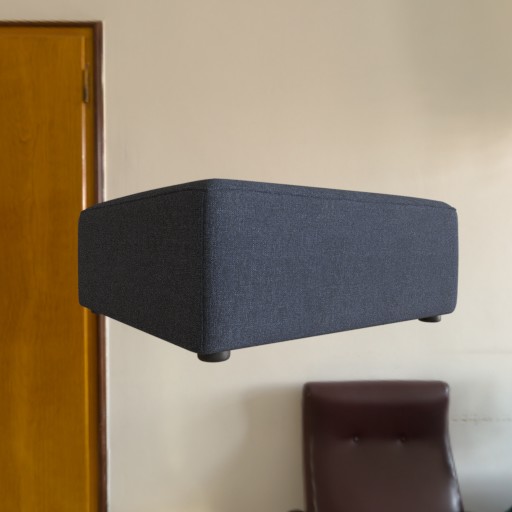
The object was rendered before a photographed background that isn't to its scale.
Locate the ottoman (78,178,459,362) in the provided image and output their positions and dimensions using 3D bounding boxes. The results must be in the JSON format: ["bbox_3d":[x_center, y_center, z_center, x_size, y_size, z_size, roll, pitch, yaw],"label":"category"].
[{"bbox_3d":[0.000,0.000,1.593,1.000,0.439,1.000,-1,2,-36],"label":"ottoman"}]
